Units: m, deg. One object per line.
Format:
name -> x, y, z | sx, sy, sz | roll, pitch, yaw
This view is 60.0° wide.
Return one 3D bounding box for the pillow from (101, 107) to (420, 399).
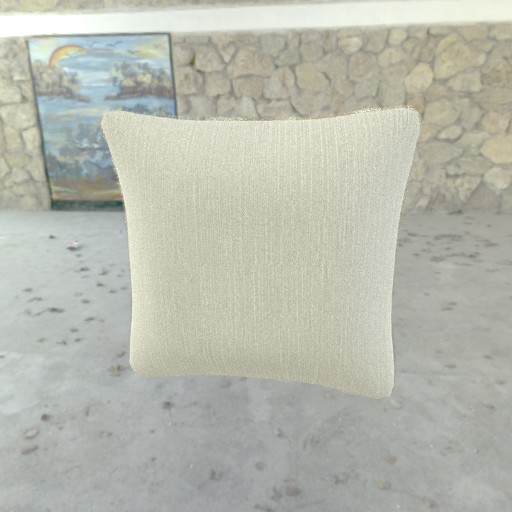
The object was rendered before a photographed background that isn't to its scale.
pillow -> 0.000, 0.000, 0.820 | 0.538, 0.525, 0.216 | 2, 16, 7
